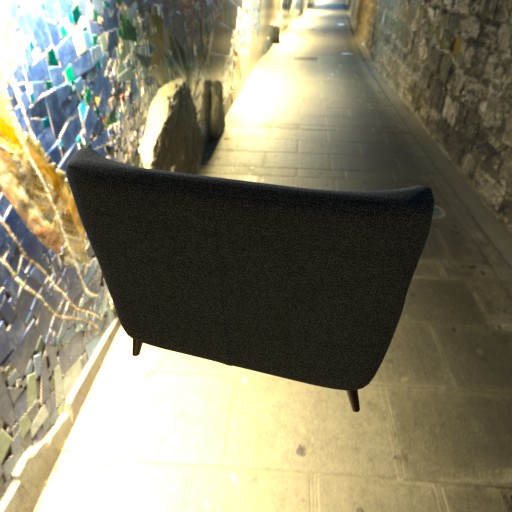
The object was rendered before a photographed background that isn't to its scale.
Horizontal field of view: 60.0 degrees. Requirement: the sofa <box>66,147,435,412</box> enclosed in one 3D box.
[{"bbox_3d":[0.000,0.000,2.031,1.358,1.028,0.874,10,33,15],"label":"sofa"}]
